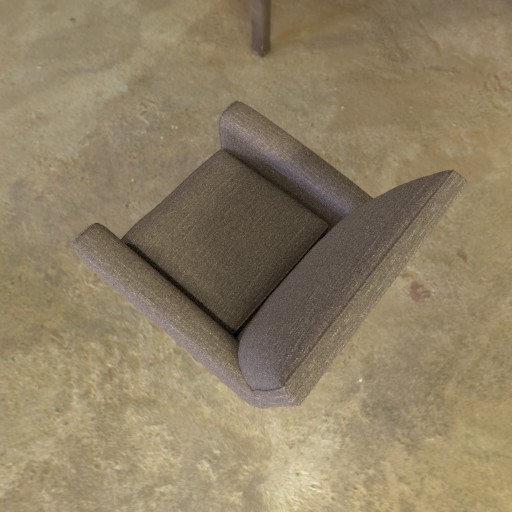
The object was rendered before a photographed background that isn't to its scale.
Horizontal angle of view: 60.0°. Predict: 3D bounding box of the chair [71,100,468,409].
[{"bbox_3d":[0.000,0.000,1.579,0.875,0.885,0.838,37,69,17],"label":"chair"}]
